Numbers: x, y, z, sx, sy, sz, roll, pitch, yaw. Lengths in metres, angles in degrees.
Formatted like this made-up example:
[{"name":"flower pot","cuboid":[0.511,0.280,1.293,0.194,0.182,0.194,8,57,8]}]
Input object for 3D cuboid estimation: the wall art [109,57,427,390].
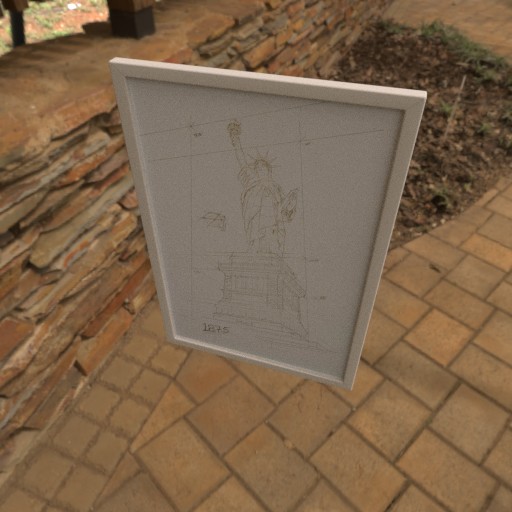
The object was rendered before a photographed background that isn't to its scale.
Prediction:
[{"name":"wall art","cuboid":[0.000,0.000,1.017,0.556,0.813,0.026,12,43,13]}]
